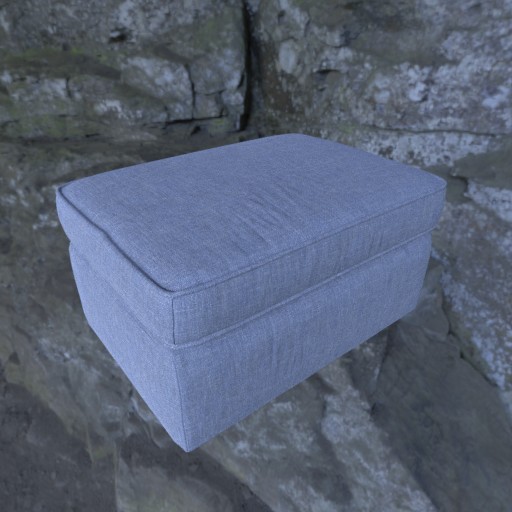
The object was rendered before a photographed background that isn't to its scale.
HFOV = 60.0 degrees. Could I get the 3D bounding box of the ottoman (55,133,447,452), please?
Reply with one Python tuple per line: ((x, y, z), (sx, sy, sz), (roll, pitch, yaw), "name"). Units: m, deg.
((0.000, 0.000, 1.095), (0.762, 0.457, 0.559), (-22, 37, -32), "ottoman")
